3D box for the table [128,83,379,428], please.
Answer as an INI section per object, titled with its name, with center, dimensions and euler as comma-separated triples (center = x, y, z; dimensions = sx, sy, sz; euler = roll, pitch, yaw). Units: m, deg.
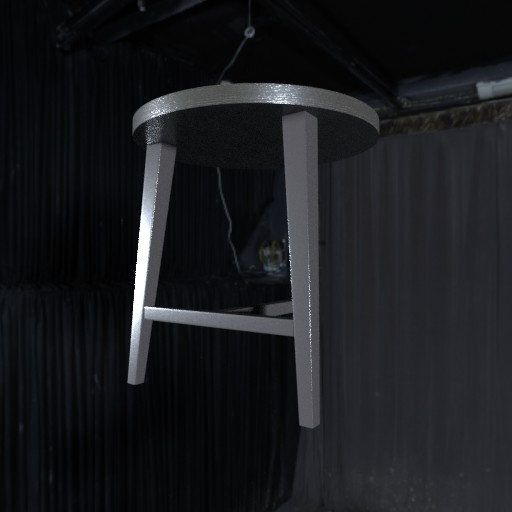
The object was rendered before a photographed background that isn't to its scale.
[table]
center = 0.000, 0.000, 0.932
dimensions = 0.500, 0.531, 0.500
euler = 0, 0, 0
